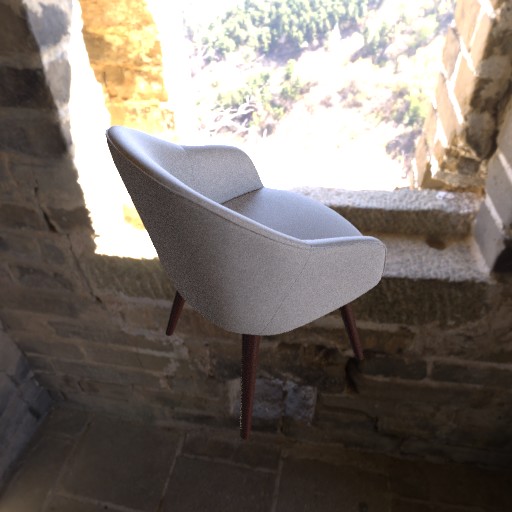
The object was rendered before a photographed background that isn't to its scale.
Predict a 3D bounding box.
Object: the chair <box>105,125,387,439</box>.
[{"bbox_3d":[0.000,0.000,1.238,0.635,0.823,0.596,-25,46,-27],"label":"chair"}]
